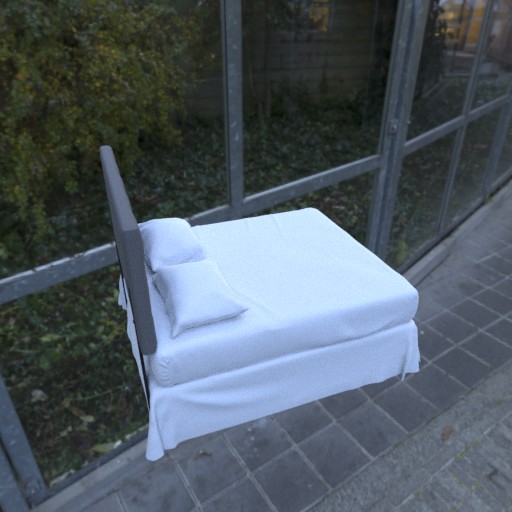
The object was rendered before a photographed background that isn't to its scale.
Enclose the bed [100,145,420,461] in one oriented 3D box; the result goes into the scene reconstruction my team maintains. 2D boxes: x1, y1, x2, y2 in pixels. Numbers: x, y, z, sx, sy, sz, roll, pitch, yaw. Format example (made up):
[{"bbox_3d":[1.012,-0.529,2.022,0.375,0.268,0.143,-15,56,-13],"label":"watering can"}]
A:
[{"bbox_3d":[0.000,0.000,3.568,2.222,1.577,1.936,-11,31,-18],"label":"bed"}]
